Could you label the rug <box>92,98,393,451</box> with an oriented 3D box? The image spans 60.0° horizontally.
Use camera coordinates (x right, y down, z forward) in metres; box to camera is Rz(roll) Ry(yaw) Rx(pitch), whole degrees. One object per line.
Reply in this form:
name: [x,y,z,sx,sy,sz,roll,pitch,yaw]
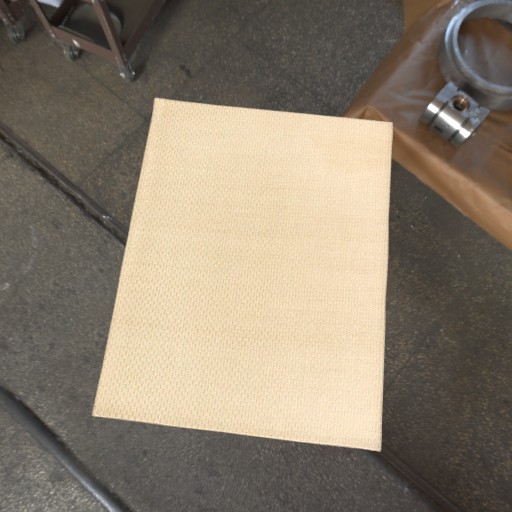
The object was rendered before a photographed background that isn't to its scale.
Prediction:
rug: [0.000,0.000,3.834,2.277,0.035,2.897,6,75,2]
